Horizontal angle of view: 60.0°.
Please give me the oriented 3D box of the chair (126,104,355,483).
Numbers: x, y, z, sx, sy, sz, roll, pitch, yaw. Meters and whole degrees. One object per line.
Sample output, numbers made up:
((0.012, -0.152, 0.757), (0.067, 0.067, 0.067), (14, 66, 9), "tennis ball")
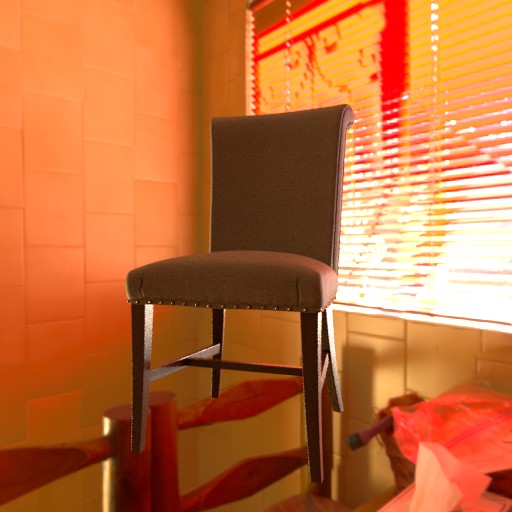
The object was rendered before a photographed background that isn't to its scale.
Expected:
((0.000, 0.000, 1.306), (0.513, 0.988, 0.608), (0, 1, 19), "chair")
